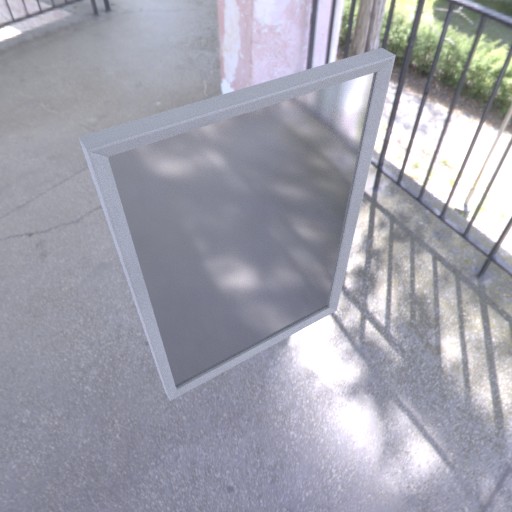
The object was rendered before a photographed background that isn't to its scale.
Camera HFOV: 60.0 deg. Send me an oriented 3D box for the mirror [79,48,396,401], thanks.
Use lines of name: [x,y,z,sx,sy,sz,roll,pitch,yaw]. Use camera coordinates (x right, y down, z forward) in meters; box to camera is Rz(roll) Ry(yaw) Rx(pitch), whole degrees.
mirror: [0.000,0.000,0.901,0.507,0.710,0.039,-24,52,-21]
